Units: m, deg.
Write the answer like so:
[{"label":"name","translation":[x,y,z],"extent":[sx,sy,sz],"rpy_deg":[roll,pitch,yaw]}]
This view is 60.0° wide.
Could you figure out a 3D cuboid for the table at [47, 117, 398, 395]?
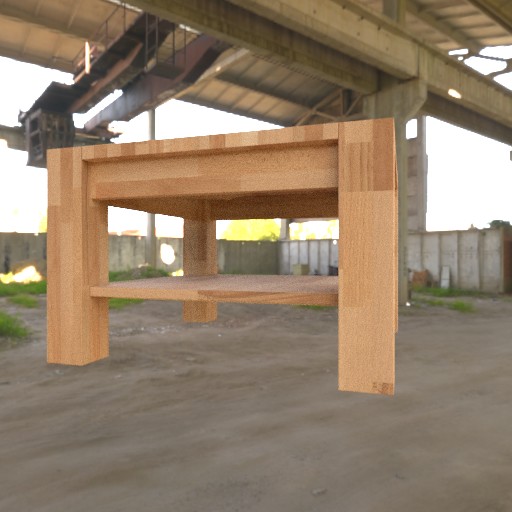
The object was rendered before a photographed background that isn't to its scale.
[{"label":"table","translation":[0.000,0.000,1.158],"extent":[0.700,0.451,0.700],"rpy_deg":[0,0,18]}]
